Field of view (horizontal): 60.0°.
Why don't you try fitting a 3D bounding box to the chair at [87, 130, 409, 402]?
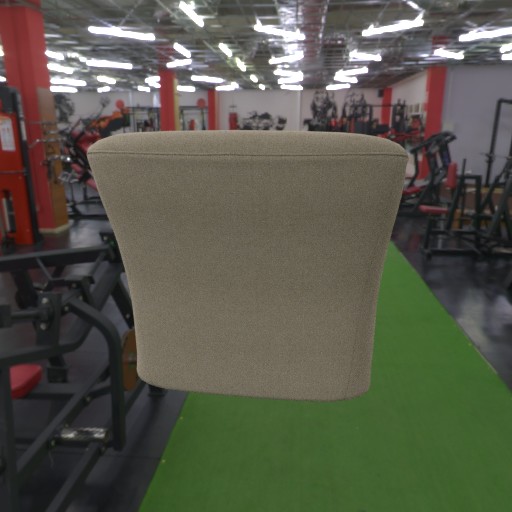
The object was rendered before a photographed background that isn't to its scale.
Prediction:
[{"bbox_3d":[0.000,0.000,1.567,0.864,0.856,0.923,2,16,8],"label":"chair"}]
